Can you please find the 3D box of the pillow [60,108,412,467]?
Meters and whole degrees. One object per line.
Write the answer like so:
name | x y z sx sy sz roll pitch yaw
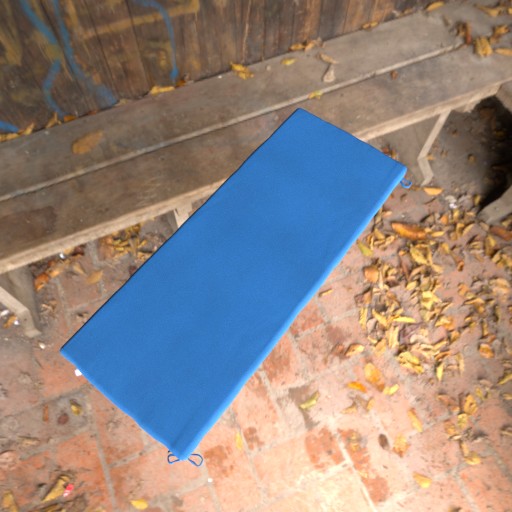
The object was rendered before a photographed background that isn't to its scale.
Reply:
pillow | 0.000 0.000 1.368 0.492 0.081 1.187 34 68 16
